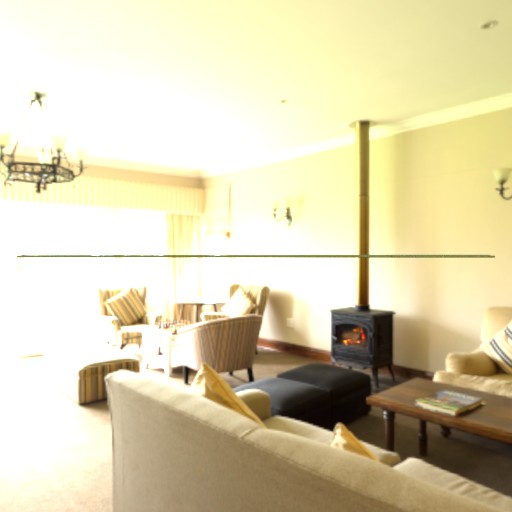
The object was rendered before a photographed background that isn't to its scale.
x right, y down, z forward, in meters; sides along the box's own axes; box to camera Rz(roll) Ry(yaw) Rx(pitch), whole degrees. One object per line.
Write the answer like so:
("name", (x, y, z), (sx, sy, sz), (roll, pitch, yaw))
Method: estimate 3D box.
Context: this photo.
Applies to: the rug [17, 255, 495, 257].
("rug", (0.000, 0.000, 1.428), (1.219, 0.007, 0.604), (0, 0, 0))
